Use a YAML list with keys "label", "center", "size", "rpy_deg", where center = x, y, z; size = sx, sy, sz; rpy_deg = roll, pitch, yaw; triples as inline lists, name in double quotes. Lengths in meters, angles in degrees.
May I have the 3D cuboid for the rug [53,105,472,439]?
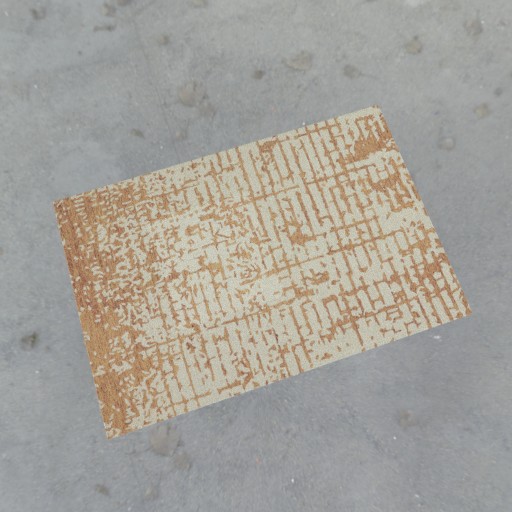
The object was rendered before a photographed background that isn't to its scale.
- label: "rug"
  center: [0.000, 0.000, 2.240]
  size: [1.829, 0.011, 1.219]
  rpy_deg: [-18, 76, -5]
